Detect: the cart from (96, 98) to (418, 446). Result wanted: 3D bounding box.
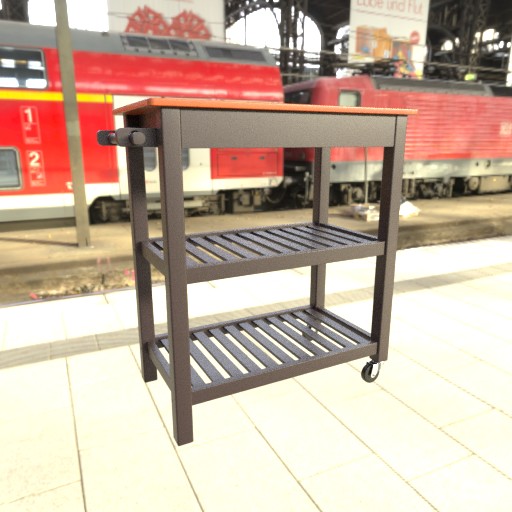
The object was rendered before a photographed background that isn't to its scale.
[{"bbox_3d":[0.000,0.000,1.472,0.899,0.927,0.457,-7,16,-26],"label":"cart"}]
